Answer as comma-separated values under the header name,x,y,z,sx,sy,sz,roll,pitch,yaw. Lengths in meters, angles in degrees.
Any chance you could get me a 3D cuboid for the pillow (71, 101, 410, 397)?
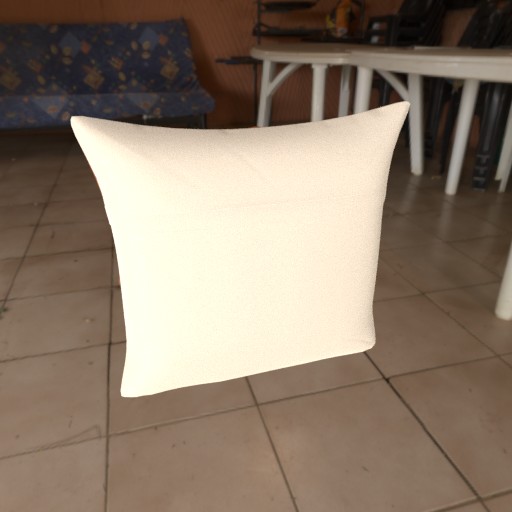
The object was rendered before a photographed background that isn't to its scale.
name,x,y,z,sx,sy,sz,roll,pitch,yaw
pillow,0.000,0.000,0.741,0.501,0.477,0.192,-8,27,-15
